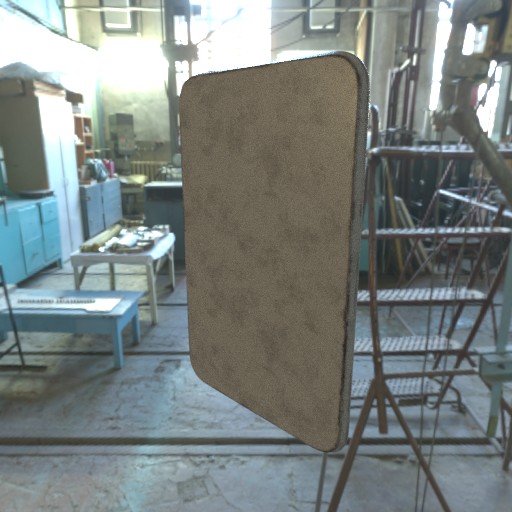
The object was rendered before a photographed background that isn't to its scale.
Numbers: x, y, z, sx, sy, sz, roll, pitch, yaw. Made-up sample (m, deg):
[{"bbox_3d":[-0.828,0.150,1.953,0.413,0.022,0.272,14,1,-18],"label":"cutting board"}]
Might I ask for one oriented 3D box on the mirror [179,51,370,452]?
[{"bbox_3d":[0.000,0.000,0.883,0.461,0.713,0.024,14,21,43],"label":"mirror"}]
